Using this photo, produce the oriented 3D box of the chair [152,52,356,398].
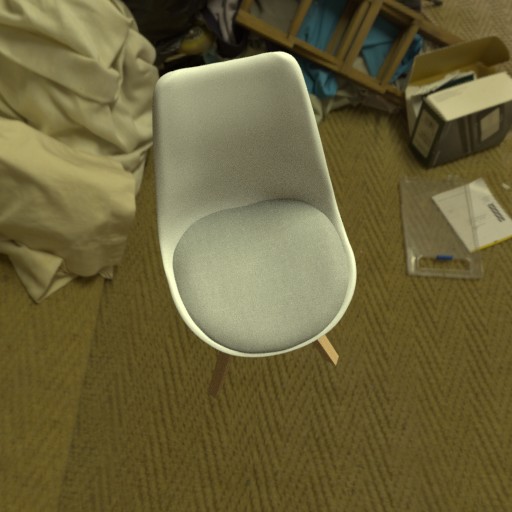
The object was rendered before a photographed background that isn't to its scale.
[{"bbox_3d":[0.000,0.000,1.202,0.485,0.850,0.550,-14,64,-7],"label":"chair"}]
